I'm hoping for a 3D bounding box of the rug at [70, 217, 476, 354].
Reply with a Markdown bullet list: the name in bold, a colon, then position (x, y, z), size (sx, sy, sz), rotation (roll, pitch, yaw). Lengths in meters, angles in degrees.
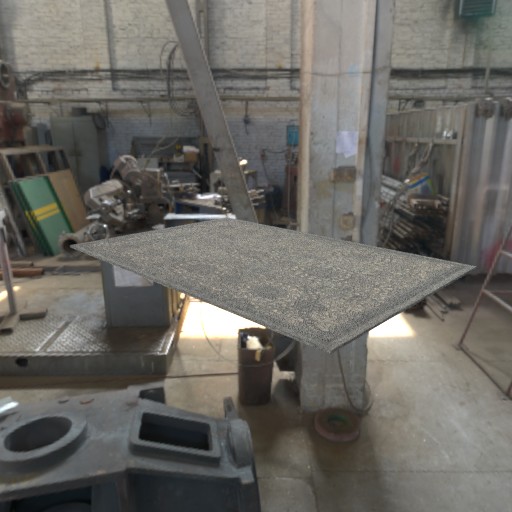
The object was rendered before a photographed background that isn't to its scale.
- **rug**: position (0.000, 0.000, 2.355), size (1.819, 0.012, 1.208), rotation (15, 22, 42)
